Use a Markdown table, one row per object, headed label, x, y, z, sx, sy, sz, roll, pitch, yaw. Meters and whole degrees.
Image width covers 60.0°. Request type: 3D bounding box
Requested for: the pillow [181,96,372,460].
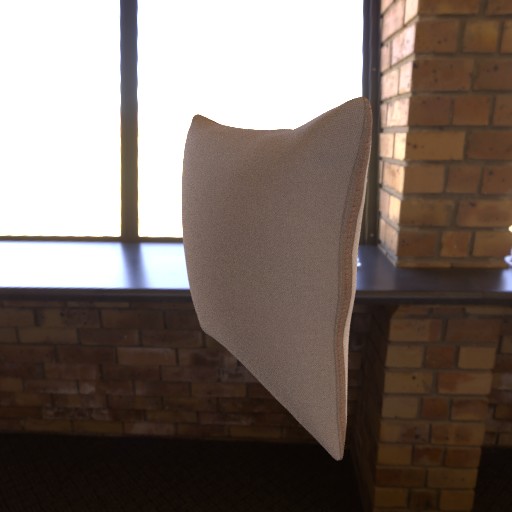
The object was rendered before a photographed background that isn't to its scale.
| label | x | y | z | sx | sy | sz | roll | pitch | yaw |
| --- | --- | --- | --- | --- | --- | --- | --- | --- | --- |
| pillow | 0.000 | 0.000 | 0.629 | 0.173 | 0.401 | 0.416 | -8 | 18 | -28 |
